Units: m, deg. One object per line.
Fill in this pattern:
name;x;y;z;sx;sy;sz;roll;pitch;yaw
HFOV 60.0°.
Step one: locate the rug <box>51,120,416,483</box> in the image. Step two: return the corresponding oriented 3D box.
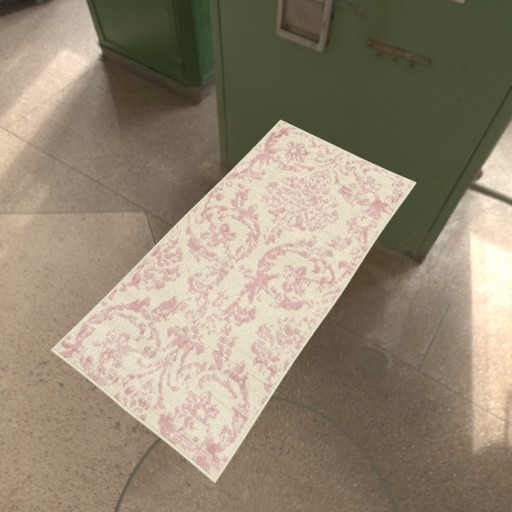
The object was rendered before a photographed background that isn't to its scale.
rug;0.000;0.000;1.465;0.604;0.007;1.219;30;62;18
